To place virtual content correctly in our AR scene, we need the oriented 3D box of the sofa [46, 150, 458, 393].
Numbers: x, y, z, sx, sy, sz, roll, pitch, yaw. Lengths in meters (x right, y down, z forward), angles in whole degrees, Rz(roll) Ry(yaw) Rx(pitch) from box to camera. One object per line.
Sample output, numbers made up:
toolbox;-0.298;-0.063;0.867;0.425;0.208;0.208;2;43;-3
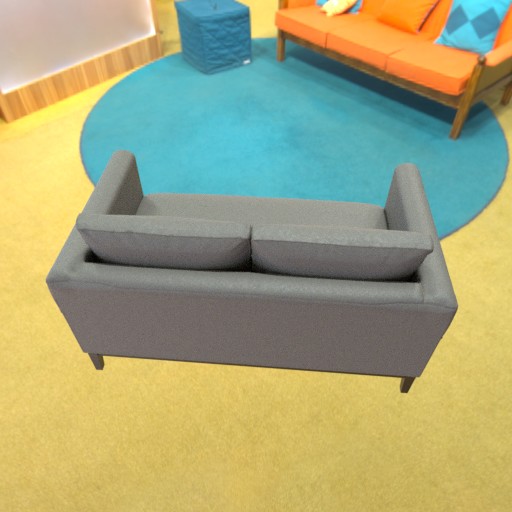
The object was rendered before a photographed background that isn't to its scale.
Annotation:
sofa;0.000;0.000;2.146;1.598;0.873;0.899;3;47;3
